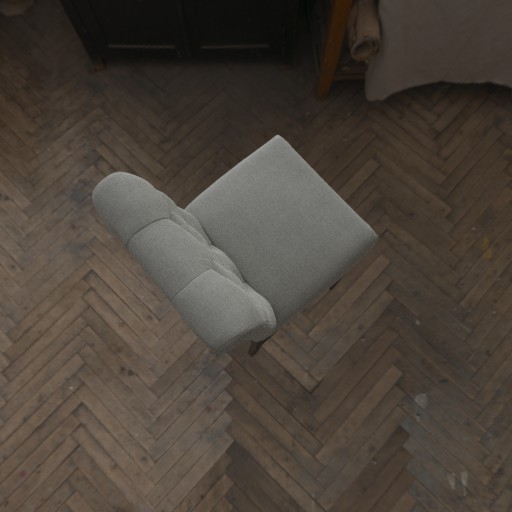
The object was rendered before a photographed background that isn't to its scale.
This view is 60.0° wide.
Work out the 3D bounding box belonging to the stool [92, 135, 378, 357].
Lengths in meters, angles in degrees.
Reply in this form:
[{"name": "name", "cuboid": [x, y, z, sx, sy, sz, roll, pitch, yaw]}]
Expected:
[{"name": "stool", "cuboid": [0.000, 0.000, 1.499, 0.601, 1.140, 0.493, -39, 78, -10]}]
